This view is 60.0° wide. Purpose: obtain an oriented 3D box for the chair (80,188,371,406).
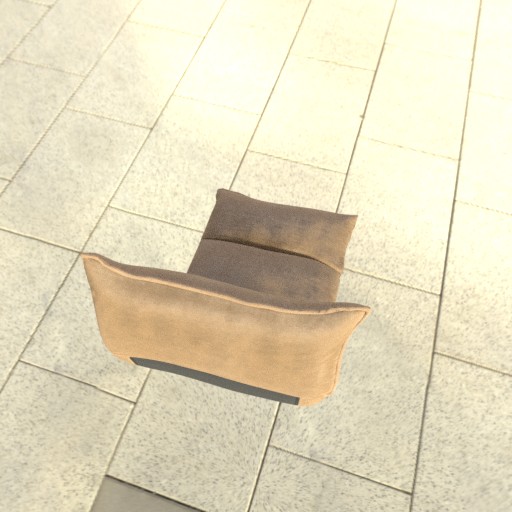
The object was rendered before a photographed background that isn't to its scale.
[{"bbox_3d":[0.000,0.000,1.585,0.714,0.892,0.985,14,63,7],"label":"chair"}]
